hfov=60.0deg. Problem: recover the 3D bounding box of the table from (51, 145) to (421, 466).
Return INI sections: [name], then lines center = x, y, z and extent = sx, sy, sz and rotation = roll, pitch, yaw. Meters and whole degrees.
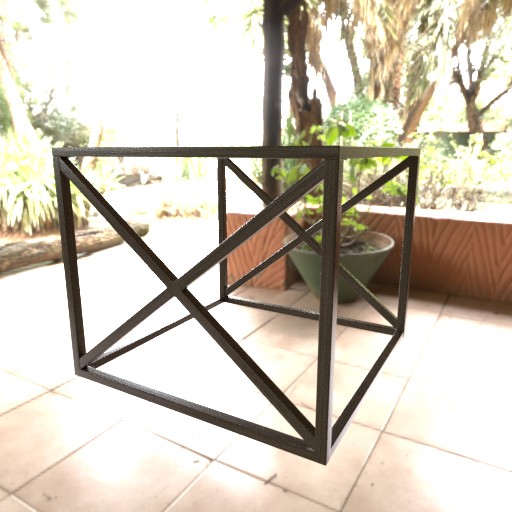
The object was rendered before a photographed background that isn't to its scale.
[table]
center = 0.000, 0.000, 1.068
extent = 0.611, 0.507, 0.609
rotation = 8, 15, 29
